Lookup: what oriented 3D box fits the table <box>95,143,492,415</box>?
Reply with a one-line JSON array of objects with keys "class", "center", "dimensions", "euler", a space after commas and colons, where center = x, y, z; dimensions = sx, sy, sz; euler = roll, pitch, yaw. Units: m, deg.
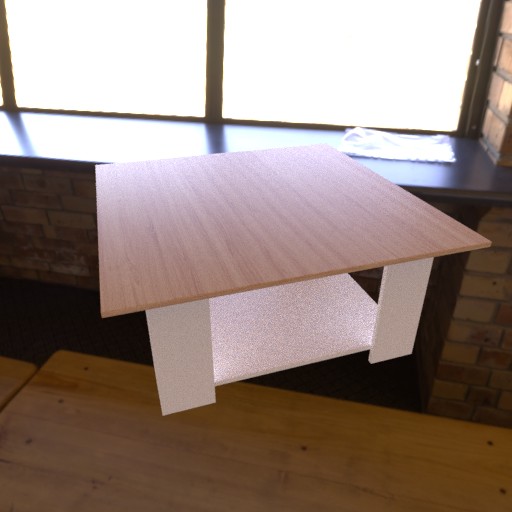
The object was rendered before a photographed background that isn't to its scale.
[{"class": "table", "center": [0.000, 0.000, 1.055], "dimensions": [0.670, 0.305, 0.670], "euler": [-9, 31, -16]}]
